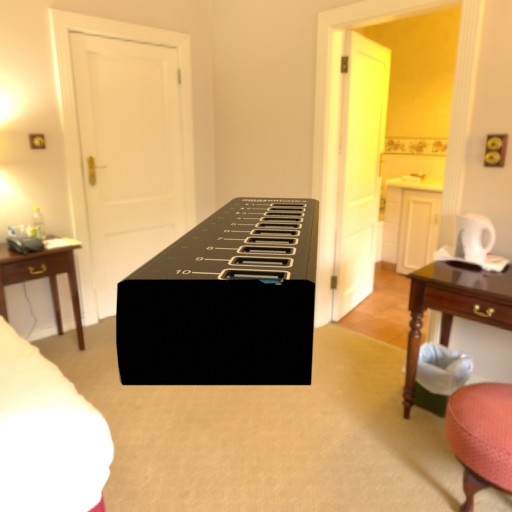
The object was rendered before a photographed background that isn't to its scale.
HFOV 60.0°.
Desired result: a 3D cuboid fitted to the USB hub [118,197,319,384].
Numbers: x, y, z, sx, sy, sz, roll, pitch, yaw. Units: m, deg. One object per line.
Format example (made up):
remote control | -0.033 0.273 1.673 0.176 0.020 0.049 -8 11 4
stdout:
USB hub | 0.000 0.000 0.162 0.044 0.023 0.145 2 16 8
